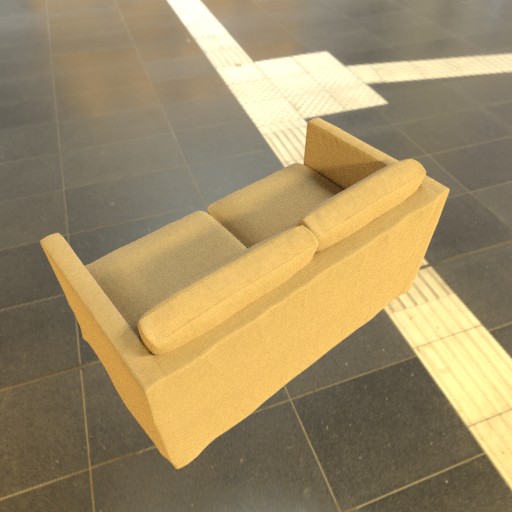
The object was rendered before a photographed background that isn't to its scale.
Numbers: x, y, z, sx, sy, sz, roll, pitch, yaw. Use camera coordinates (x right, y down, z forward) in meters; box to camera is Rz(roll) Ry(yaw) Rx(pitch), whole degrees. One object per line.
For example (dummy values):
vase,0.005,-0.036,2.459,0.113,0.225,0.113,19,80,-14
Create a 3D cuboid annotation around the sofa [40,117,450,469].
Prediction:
sofa,0.000,0.000,2.239,1.719,0.835,0.962,-30,53,-26
